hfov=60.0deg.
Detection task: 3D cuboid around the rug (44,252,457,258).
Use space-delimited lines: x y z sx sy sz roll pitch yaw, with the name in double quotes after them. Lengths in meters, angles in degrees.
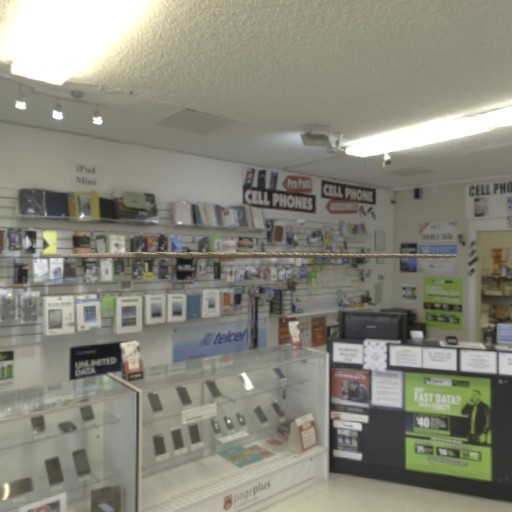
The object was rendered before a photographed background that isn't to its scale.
0.000 0.000 2.368 1.842 0.019 1.237 0 0 -37 "rug"
